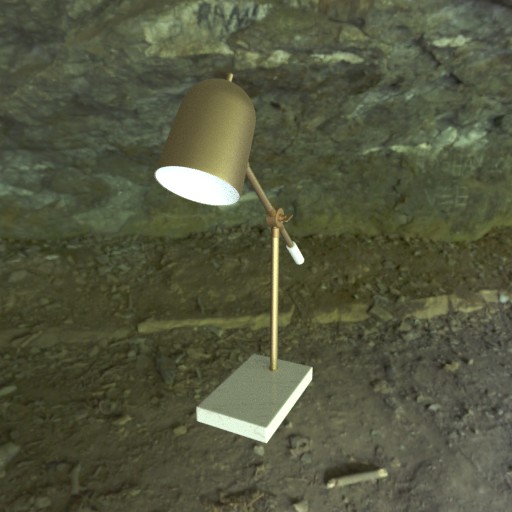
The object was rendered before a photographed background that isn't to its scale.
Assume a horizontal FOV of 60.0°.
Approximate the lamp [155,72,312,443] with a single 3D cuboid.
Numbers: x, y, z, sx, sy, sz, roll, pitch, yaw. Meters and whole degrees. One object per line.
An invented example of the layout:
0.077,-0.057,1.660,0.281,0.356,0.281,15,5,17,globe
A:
0.000,0.000,0.811,0.144,0.603,0.471,7,16,25,lamp
